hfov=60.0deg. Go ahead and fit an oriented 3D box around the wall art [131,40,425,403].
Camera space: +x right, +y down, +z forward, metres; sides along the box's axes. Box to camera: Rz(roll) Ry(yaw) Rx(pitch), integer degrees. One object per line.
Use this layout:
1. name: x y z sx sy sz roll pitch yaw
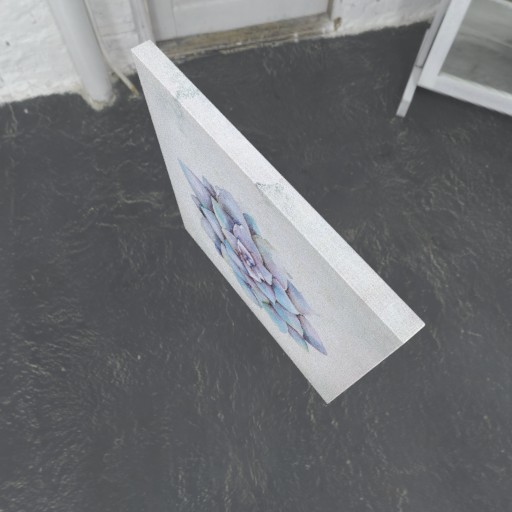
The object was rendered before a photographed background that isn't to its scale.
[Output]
1. wall art: 0.000 0.000 0.900 0.040 0.612 0.612 -35 70 -15
